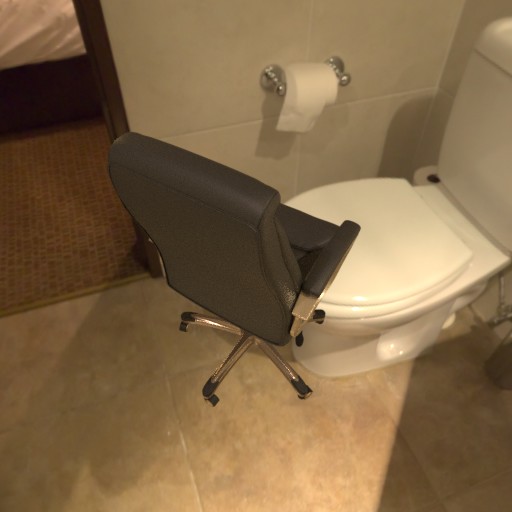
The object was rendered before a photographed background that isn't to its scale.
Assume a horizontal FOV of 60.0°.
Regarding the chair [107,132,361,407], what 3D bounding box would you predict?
[{"bbox_3d":[0.000,0.000,1.650,0.694,1.188,0.748,25,52,21],"label":"chair"}]
